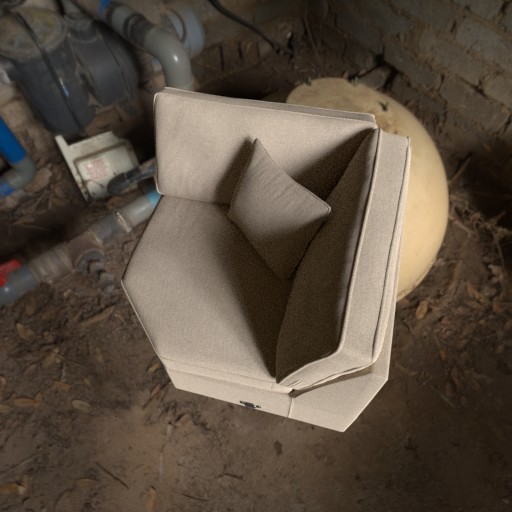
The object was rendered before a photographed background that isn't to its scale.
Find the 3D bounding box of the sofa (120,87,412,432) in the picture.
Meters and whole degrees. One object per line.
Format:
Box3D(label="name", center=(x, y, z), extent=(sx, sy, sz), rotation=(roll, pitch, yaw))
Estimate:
Box3D(label="sofa", center=(0.000, 0.000, 1.847), extent=(1.050, 0.937, 1.042), rotation=(13, 58, 8))
